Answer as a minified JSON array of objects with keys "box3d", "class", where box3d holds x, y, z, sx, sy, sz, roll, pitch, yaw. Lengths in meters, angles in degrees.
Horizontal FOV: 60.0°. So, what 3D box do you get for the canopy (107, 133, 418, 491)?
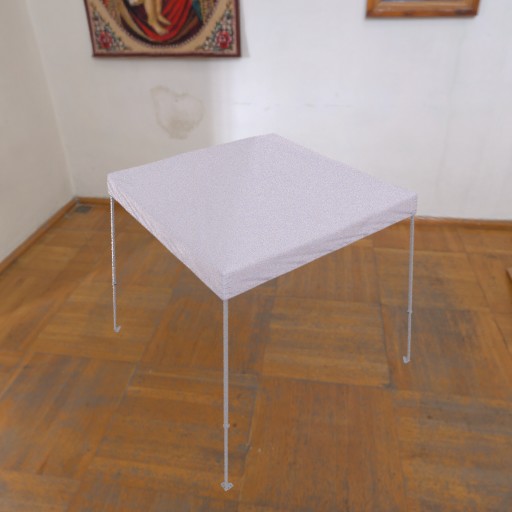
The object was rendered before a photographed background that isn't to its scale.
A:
[{"box3d":[0.000,0.000,5.183,2.849,2.850,2.850,-22,40,-30],"class":"canopy"}]
